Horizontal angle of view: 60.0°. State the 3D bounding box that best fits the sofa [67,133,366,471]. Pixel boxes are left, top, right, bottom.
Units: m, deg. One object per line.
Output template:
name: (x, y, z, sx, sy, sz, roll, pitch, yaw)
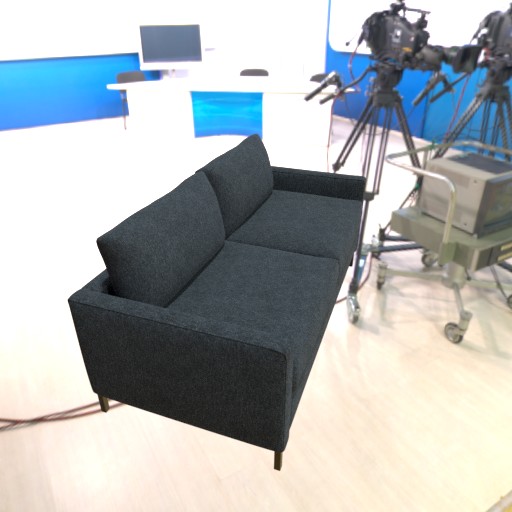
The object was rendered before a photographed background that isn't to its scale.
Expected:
sofa: (0.000, 0.000, 2.263, 0.866, 0.862, 1.716, 10, 32, 18)
